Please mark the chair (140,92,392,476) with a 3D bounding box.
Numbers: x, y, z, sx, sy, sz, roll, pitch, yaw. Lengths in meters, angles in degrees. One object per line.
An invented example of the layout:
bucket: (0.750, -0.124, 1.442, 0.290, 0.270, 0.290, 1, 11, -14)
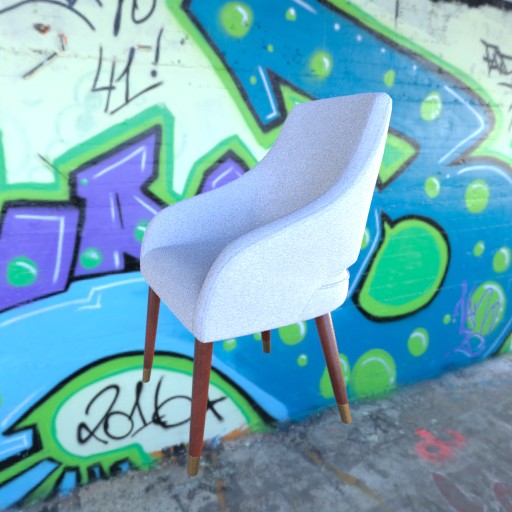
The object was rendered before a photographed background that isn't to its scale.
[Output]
chair: (0.000, 0.000, 1.272, 0.600, 0.889, 0.609, -7, 16, -26)
